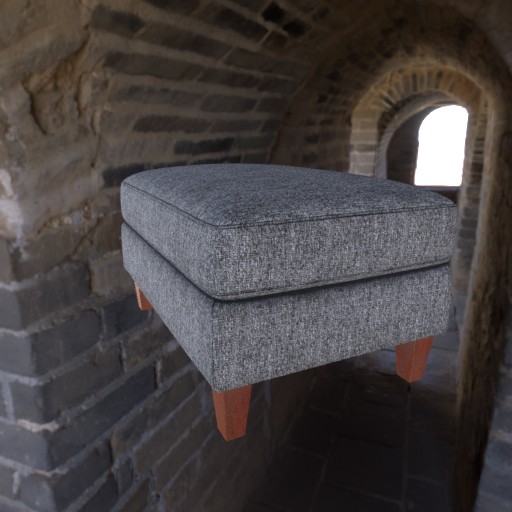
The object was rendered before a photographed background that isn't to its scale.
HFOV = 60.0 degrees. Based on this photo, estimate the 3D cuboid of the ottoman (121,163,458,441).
[{"bbox_3d":[0.000,0.000,1.222,0.584,0.483,0.864,-7,17,-25],"label":"ottoman"}]
